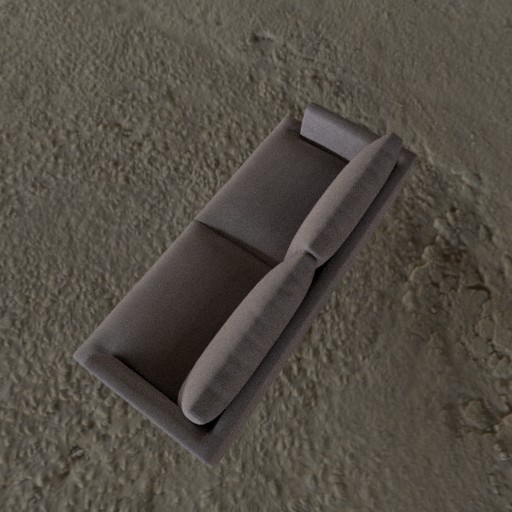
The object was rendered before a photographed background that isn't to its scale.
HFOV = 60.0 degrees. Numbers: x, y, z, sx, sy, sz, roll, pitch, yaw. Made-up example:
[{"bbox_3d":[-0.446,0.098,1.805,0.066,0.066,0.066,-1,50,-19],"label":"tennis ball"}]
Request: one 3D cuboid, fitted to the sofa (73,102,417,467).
[{"bbox_3d":[0.000,0.000,2.792,1.020,0.868,2.250,32,68,15],"label":"sofa"}]
